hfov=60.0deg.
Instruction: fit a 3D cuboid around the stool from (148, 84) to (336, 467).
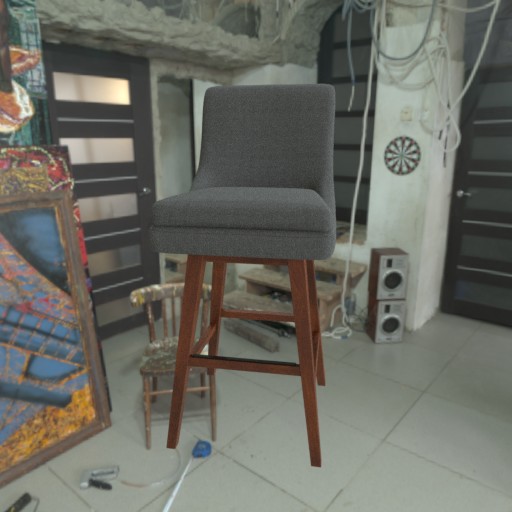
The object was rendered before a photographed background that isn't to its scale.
[{"bbox_3d":[0.000,0.000,1.277,0.447,0.977,0.524,3,15,10],"label":"stool"}]
